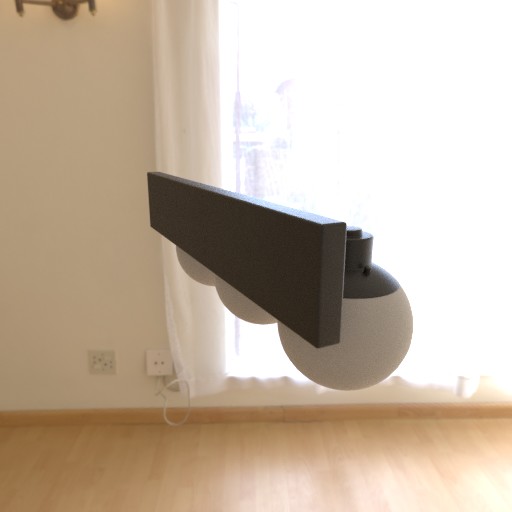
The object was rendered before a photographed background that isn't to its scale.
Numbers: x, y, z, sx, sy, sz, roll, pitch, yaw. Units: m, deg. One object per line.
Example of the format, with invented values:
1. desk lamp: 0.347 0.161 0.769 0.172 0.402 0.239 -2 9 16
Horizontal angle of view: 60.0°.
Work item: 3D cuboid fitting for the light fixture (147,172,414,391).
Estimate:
1. light fixture: 0.000 0.000 0.819 0.218 0.263 0.721 -7 17 -26
